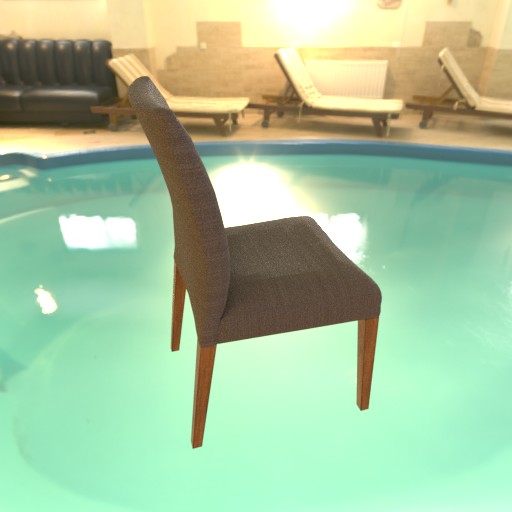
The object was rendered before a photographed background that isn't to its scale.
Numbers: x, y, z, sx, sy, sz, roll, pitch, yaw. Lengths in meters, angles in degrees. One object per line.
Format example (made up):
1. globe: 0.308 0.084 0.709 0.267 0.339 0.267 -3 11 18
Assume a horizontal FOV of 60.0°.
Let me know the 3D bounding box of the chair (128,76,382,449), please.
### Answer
1. chair: 0.000 0.000 1.279 0.585 0.940 0.496 -9 32 -15
